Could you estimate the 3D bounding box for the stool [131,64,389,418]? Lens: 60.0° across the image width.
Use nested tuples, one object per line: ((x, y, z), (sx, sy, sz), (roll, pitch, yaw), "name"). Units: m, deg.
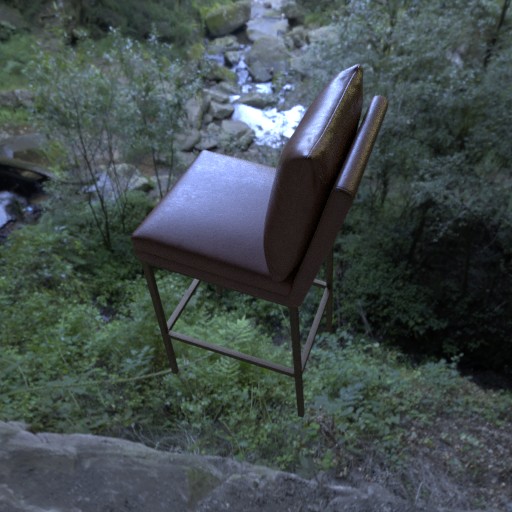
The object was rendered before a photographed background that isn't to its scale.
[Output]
((0.000, 0.000, 1.421), (0.571, 1.124, 0.463), (16, 49, 14), "stool")
